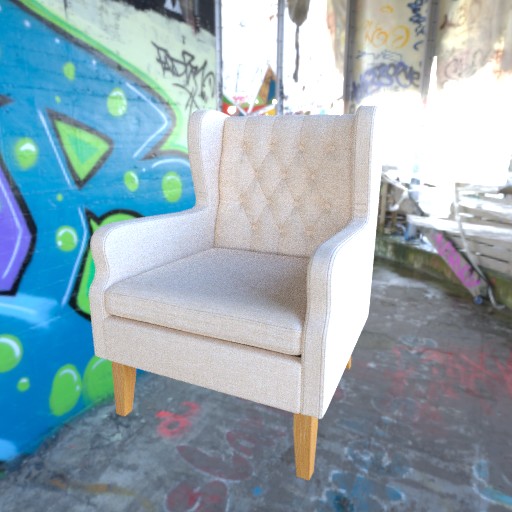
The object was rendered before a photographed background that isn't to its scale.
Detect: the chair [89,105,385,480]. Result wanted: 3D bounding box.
[{"bbox_3d":[0.000,0.000,1.432,0.710,0.930,0.760,7,17,25],"label":"chair"}]
